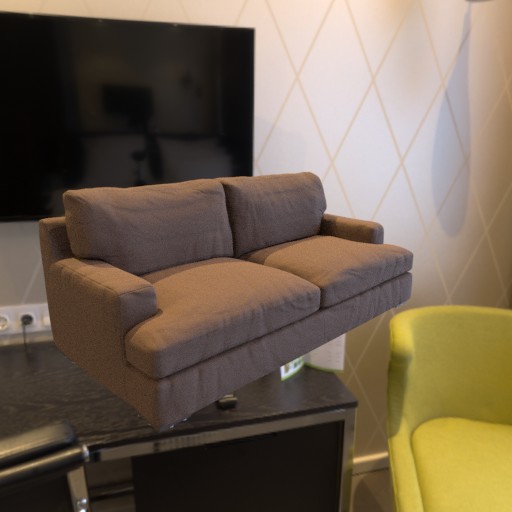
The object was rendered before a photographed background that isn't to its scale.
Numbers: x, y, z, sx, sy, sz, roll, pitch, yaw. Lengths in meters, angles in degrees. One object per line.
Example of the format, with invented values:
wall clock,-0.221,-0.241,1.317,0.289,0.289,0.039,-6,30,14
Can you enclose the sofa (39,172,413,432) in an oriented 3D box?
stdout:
sofa,0.000,0.000,2.857,2.274,0.950,1.140,-14,21,-43
